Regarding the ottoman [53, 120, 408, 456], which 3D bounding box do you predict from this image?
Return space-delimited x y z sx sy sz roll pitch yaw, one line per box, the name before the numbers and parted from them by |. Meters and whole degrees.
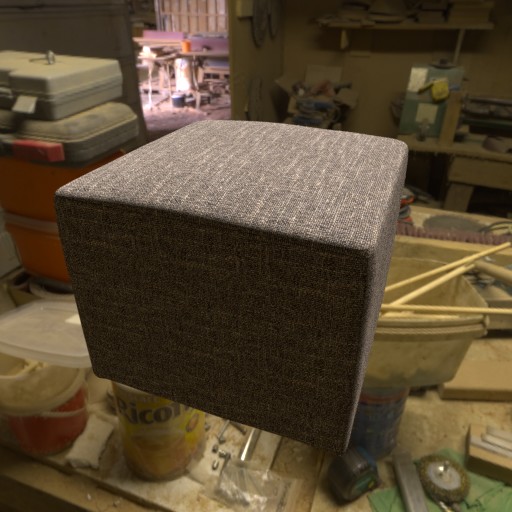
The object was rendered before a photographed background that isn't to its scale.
ottoman | 0.000 0.000 0.908 0.512 0.453 0.521 11 32 18
